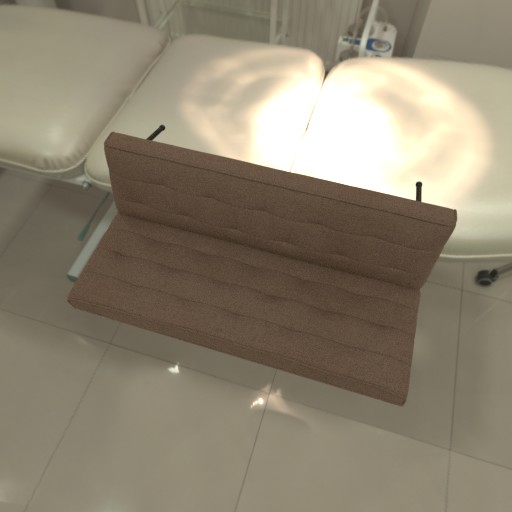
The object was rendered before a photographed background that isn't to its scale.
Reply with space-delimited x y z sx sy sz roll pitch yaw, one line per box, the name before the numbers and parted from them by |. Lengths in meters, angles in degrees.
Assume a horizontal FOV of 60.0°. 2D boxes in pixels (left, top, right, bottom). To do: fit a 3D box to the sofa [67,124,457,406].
sofa | 0.000 0.000 2.397 1.820 0.810 1.038 15 59 9
